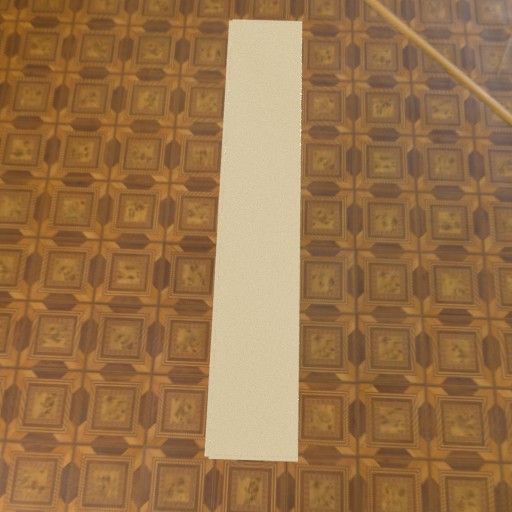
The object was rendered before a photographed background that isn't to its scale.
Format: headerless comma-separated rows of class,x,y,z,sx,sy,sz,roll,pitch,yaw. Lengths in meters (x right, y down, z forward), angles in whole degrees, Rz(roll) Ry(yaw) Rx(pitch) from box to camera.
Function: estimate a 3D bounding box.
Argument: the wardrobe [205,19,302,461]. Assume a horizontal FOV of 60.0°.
wardrobe,0.000,0.000,4.053,0.580,2.360,3.000,2,76,0
